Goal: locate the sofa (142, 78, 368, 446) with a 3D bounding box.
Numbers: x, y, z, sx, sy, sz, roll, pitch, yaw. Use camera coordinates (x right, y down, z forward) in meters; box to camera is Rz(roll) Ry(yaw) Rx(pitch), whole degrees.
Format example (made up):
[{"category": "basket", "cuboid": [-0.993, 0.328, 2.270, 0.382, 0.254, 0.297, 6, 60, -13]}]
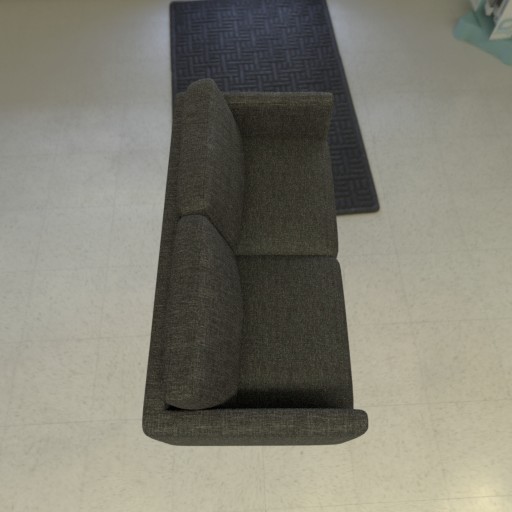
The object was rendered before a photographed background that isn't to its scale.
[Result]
[{"category": "sofa", "cuboid": [0.000, 0.000, 2.421, 0.950, 0.963, 1.884, 0, 64, 0]}]
